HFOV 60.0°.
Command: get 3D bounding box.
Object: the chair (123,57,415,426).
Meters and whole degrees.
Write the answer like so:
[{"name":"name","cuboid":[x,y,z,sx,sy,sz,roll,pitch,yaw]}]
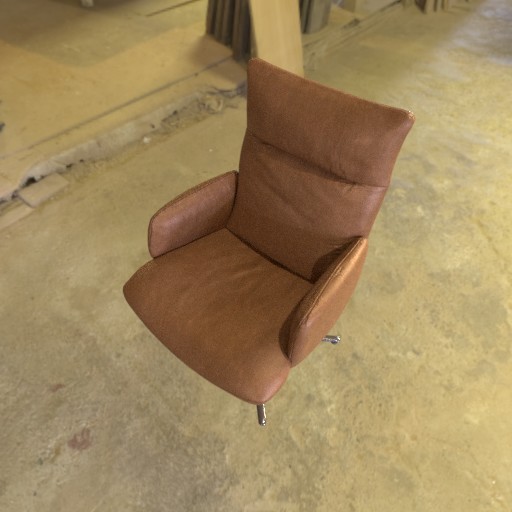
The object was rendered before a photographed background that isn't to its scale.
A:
[{"name":"chair","cuboid":[0.000,0.000,1.552,0.711,1.027,0.794,32,53,28]}]
